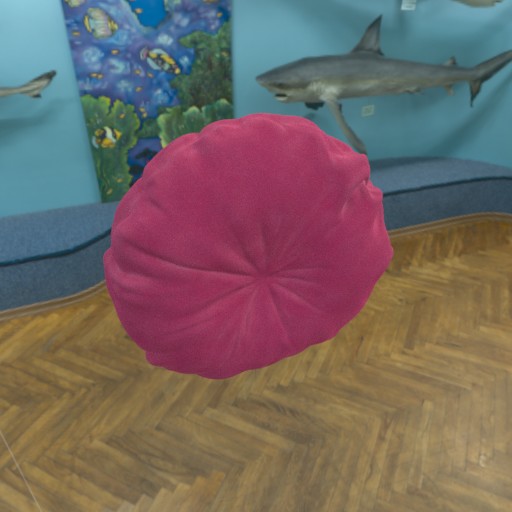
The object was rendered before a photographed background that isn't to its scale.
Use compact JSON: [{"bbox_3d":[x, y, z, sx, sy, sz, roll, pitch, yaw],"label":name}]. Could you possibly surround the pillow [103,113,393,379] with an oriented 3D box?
[{"bbox_3d":[0.000,0.000,0.658,0.428,0.407,0.148,-10,35,-15],"label":"pillow"}]
